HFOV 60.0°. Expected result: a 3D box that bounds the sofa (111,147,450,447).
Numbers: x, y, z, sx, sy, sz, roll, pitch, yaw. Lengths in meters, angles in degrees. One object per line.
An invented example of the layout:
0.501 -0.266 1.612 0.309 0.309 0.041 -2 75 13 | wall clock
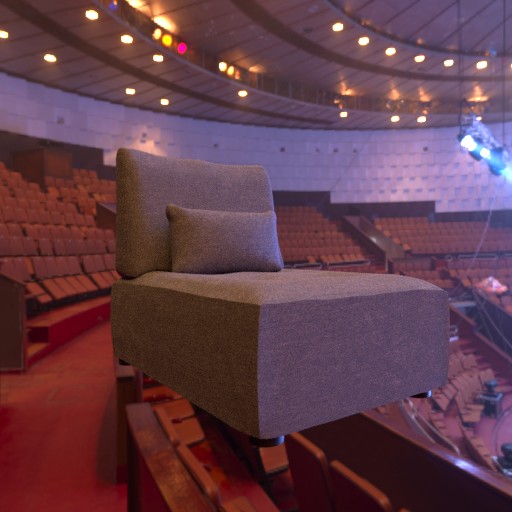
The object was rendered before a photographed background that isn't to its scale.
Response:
0.000 0.000 1.514 0.700 0.820 1.000 0 1 -35 | sofa
